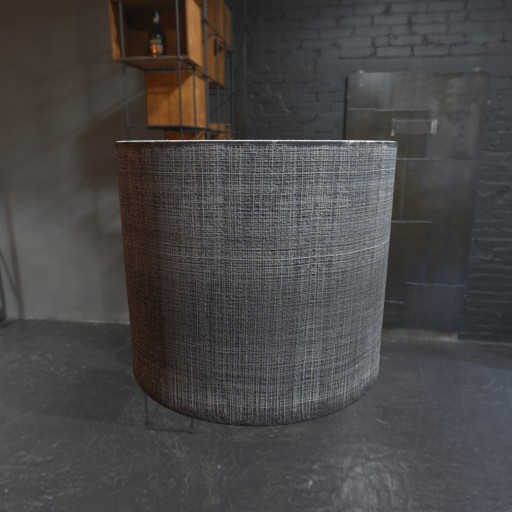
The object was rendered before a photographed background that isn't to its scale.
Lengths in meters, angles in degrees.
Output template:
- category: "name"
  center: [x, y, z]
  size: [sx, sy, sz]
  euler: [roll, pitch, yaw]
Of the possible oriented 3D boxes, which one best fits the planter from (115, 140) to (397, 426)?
- category: "planter"
  center: [0.000, 0.000, 0.444]
  size: [0.254, 0.221, 0.254]
  euler: [0, 14, 0]
